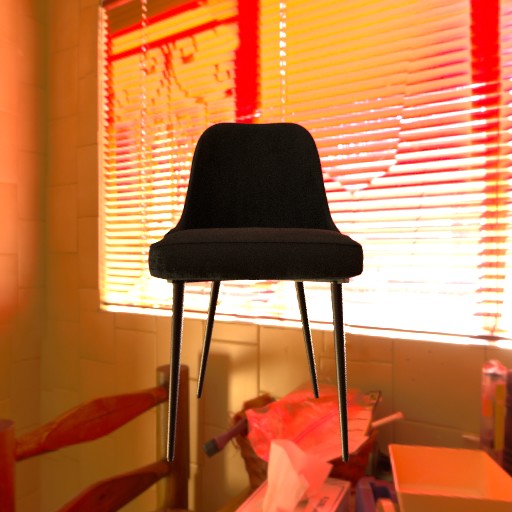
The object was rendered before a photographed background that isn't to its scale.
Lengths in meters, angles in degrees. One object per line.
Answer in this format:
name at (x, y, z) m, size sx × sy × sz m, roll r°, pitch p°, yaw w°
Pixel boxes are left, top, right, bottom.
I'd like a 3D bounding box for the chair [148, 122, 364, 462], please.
chair at (0.000, 0.000, 1.212) m, size 0.478 × 0.896 × 0.559 m, roll 0°, pitch 0°, yaw 0°
